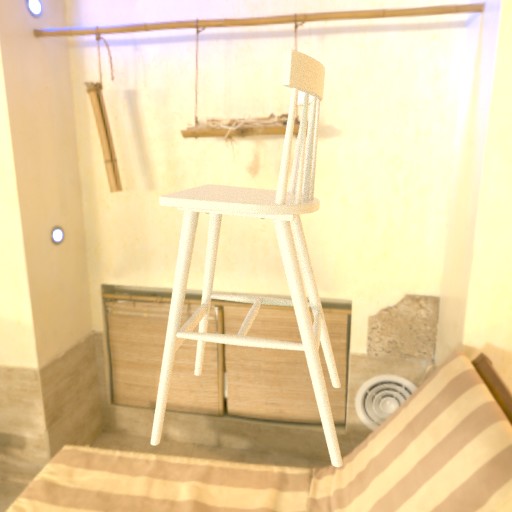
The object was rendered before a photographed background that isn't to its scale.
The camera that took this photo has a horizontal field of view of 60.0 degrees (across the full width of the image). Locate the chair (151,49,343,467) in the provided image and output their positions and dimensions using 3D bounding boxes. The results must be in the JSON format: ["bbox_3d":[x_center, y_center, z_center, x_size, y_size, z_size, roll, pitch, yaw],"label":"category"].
[{"bbox_3d":[0.000,0.000,1.385,0.572,1.092,0.483,2,13,10],"label":"chair"}]
